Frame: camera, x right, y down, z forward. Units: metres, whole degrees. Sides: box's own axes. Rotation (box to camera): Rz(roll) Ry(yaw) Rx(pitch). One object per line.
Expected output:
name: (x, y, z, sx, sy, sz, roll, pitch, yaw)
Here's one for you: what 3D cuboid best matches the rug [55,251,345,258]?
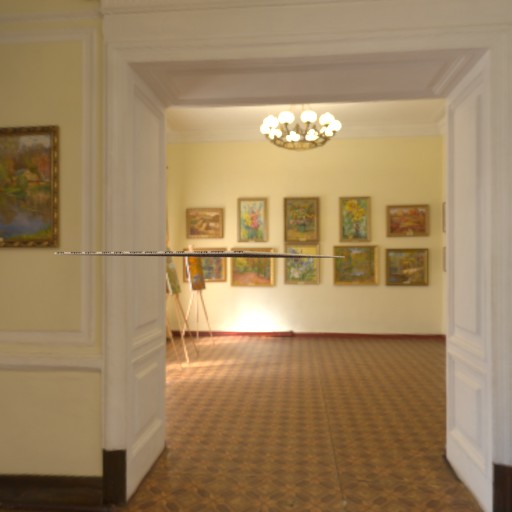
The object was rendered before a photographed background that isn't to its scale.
rug: (0.000, 0.000, 2.664, 0.750, 0.009, 2.435, 0, -1, 19)
